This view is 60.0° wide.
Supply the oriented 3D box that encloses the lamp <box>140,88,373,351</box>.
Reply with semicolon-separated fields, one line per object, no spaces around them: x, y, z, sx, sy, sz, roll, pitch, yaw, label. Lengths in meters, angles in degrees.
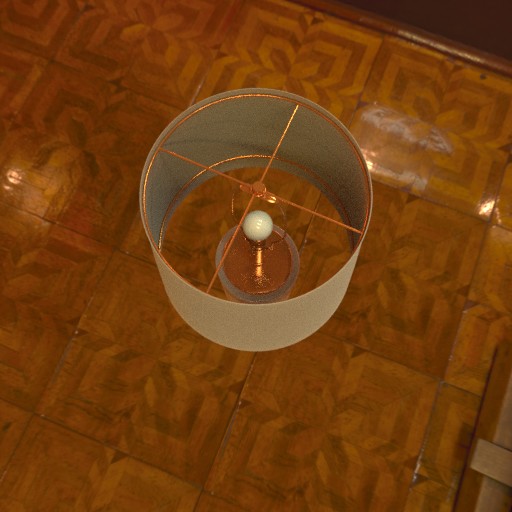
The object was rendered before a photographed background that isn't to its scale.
0.000;0.000;0.448;0.189;0.340;0.189;0;75;0;lamp
